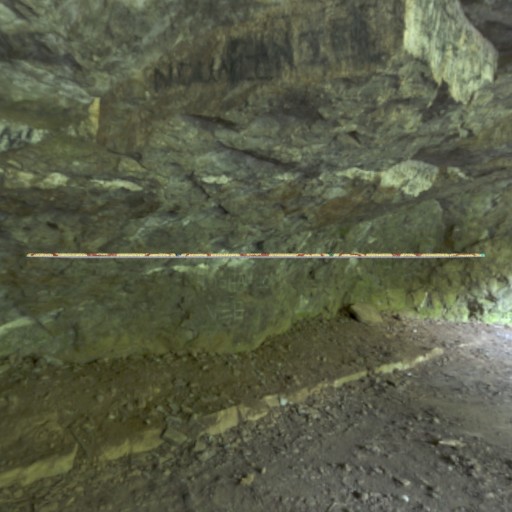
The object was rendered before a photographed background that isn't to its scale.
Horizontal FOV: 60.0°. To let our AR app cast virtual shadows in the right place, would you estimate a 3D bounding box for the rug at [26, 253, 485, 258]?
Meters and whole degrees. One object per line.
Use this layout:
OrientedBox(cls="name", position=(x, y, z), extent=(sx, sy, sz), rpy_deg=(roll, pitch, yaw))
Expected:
OrientedBox(cls="rug", position=(0.000, 0.000, 2.510), extent=(2.273, 0.016, 0.693), rpy_deg=(0, -1, -1))
